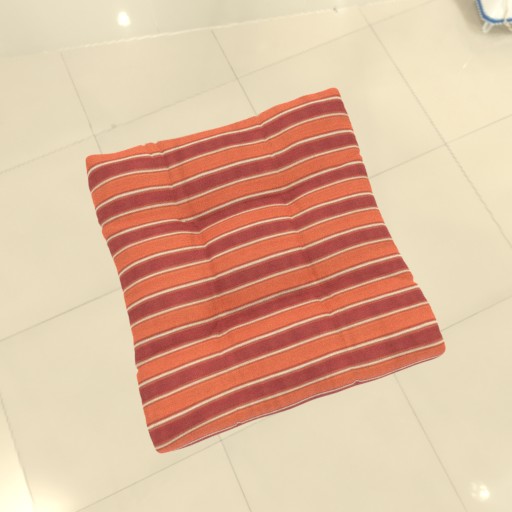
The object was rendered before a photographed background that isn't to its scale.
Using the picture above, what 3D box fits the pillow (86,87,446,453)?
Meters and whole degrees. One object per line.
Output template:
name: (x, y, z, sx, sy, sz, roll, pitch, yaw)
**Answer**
pillow: (0.000, 0.000, 0.730, 0.468, 0.133, 0.490, -17, 76, -5)
